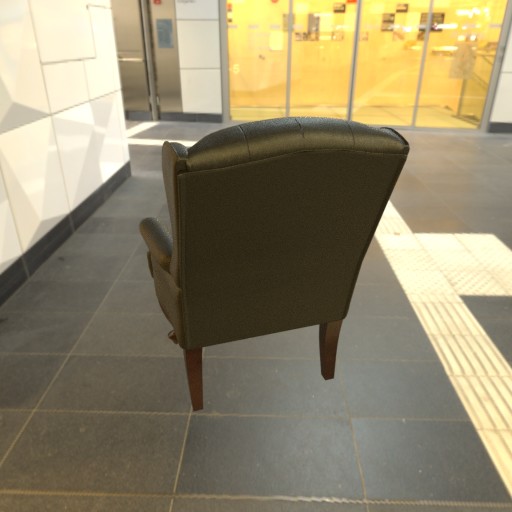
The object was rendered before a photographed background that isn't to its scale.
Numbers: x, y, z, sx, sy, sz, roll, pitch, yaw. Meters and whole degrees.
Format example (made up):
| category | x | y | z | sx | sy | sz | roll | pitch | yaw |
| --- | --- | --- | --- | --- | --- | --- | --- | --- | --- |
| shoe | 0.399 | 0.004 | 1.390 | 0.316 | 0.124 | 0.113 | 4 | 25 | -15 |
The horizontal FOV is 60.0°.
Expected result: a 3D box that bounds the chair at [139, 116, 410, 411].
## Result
| category | x | y | z | sx | sy | sz | roll | pitch | yaw |
| --- | --- | --- | --- | --- | --- | --- | --- | --- | --- |
| chair | 0.000 | 0.000 | 1.713 | 0.831 | 1.133 | 0.822 | -8 | 28 | -16 |
